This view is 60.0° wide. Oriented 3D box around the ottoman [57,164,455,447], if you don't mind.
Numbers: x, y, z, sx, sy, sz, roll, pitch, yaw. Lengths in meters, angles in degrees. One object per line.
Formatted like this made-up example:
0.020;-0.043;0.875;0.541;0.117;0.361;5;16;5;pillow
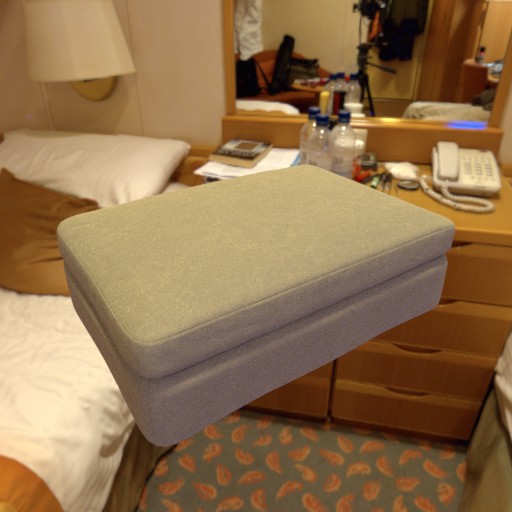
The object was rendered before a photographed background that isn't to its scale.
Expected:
0.000;0.000;1.614;1.199;0.429;0.840;-18;34;-29;ottoman
